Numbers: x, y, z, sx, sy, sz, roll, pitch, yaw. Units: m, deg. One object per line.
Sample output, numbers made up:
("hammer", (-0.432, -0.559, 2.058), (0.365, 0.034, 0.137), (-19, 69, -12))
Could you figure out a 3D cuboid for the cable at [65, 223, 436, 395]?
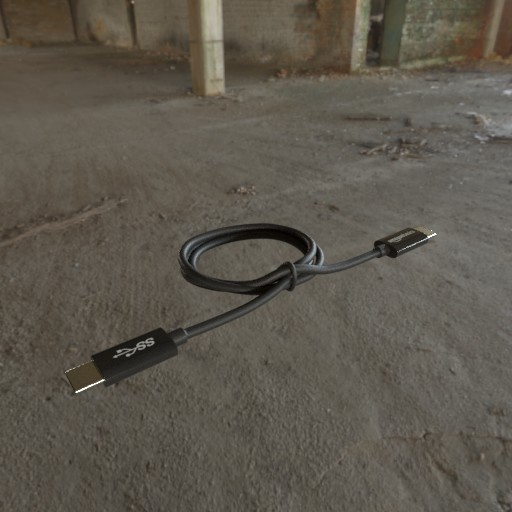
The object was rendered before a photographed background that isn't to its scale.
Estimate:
("cable", (0.000, 0.000, 0.205), (0.186, 0.014, 0.070), (-20, 34, -32))
